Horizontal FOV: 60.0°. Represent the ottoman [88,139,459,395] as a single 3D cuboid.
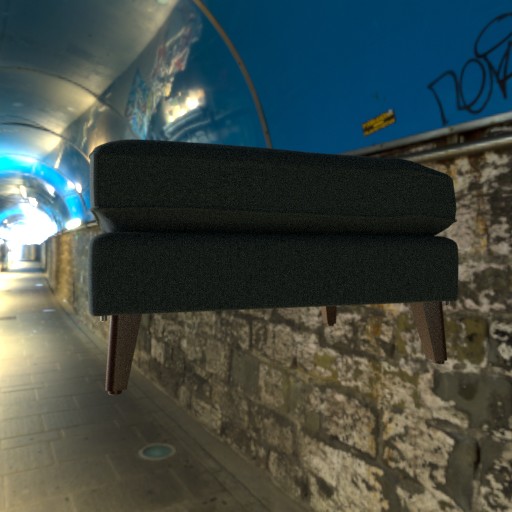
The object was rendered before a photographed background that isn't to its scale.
[{"bbox_3d":[0.000,0.000,1.208,0.835,0.503,0.629,0,1,-18],"label":"ottoman"}]
